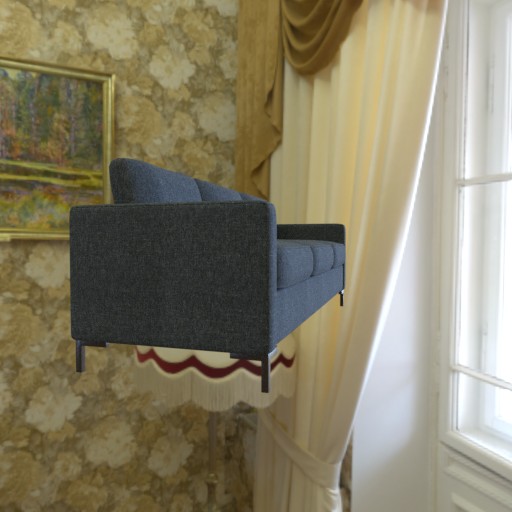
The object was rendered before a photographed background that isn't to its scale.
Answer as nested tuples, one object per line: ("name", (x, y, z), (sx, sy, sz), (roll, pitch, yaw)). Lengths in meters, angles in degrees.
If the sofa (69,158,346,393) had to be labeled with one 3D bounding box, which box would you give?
("sofa", (0.000, 0.000, 2.675), (0.859, 0.874, 2.218), (1, 2, 18))
